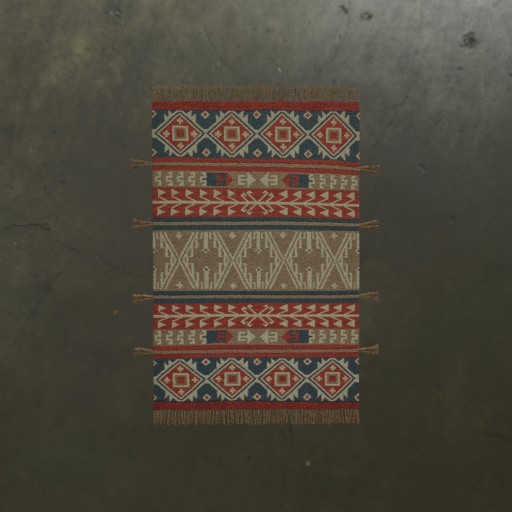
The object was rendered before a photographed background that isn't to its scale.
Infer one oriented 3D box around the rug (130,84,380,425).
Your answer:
[{"bbox_3d":[0.000,0.000,3.177,1.778,0.048,2.450,0,91,-1],"label":"rug"}]
